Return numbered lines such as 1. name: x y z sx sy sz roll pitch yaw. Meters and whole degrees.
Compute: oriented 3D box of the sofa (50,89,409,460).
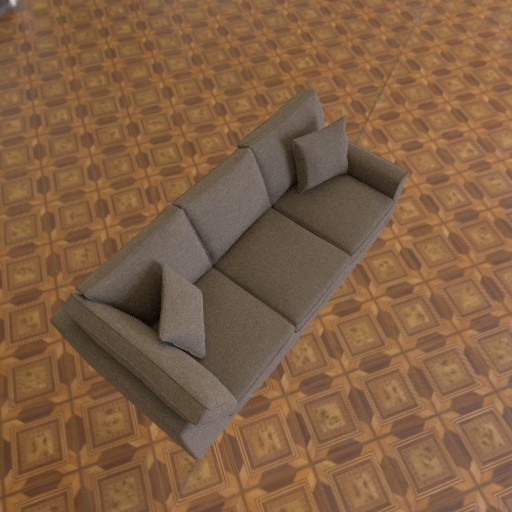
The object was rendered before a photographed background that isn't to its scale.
1. sofa: 0.000 0.000 2.932 1.061 0.962 2.317 34 63 20
